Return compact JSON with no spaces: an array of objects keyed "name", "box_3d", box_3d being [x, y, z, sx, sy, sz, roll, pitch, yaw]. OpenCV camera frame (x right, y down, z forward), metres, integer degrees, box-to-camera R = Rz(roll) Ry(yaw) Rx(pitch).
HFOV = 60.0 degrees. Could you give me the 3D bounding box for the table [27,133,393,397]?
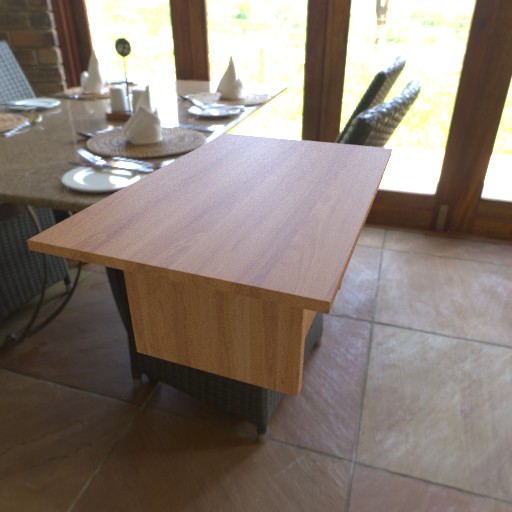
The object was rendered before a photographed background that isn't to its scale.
[{"name":"table","box_3d":[0.000,0.000,1.474,0.700,0.510,1.100,10,30,18]}]
